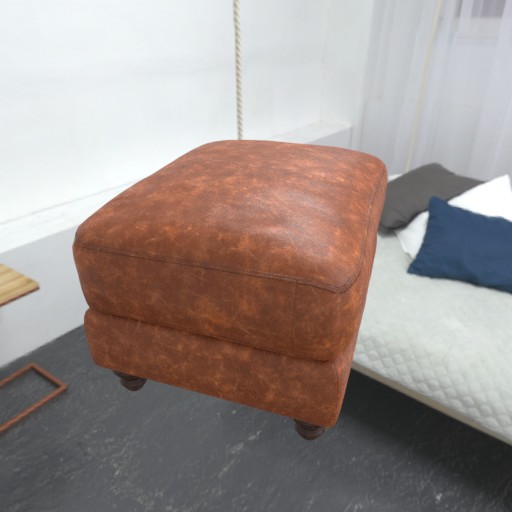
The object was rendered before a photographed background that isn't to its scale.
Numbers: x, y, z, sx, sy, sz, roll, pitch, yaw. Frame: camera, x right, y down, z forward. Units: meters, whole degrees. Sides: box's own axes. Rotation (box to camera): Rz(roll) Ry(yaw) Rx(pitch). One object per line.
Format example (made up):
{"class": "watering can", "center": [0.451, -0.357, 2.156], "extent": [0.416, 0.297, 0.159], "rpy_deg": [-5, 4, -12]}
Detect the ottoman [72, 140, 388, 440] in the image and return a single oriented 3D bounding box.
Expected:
{"class": "ottoman", "center": [0.000, 0.000, 1.277], "extent": [0.657, 0.562, 0.832], "rpy_deg": [9, 31, 16]}
